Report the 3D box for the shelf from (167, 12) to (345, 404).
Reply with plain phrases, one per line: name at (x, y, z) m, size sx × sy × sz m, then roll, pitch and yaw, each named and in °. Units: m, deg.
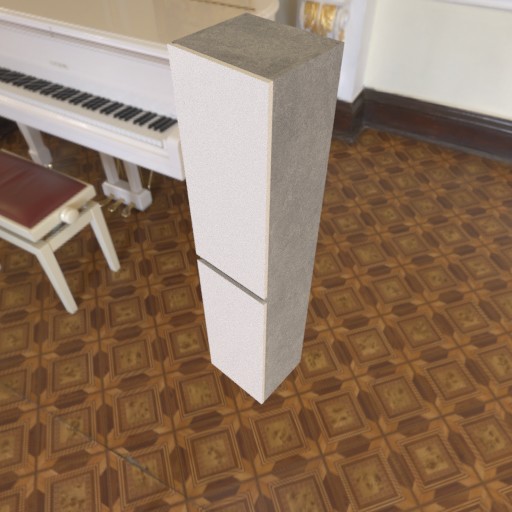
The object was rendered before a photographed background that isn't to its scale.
shelf at (0.000, 0.000, 1.512) m, size 0.300 × 1.400 × 0.270 m, roll 32°, pitch 54°, yaw 27°
